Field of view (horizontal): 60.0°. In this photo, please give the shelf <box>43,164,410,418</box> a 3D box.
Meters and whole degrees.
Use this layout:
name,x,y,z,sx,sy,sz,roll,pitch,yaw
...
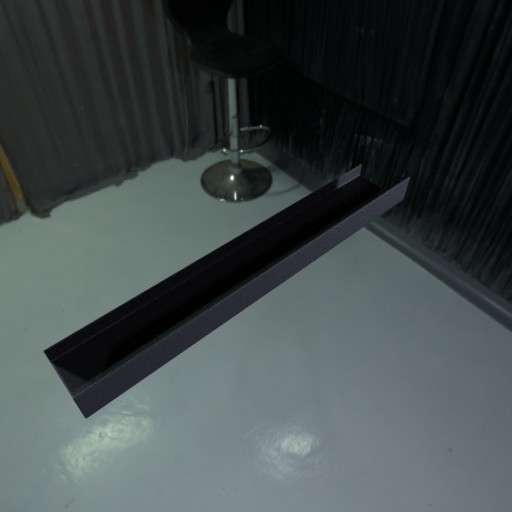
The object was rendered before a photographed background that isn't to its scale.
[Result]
name,x,y,z,sx,sy,sz,roll,pitch,yaw
shelf,0.000,0.000,0.655,0.605,0.053,0.102,-32,54,-27
